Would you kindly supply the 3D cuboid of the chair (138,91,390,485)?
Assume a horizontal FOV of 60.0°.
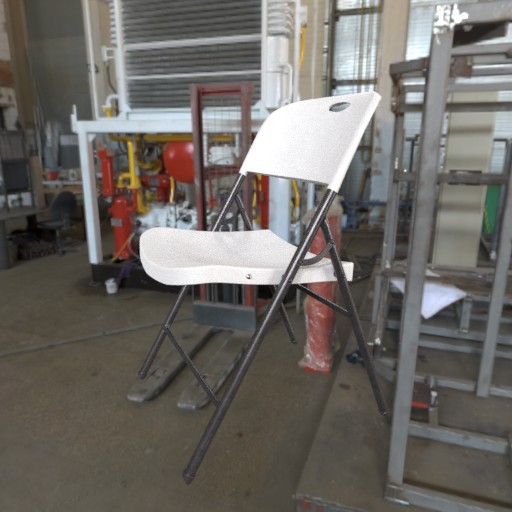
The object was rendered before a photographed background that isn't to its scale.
[{"bbox_3d":[0.000,0.000,1.150,0.566,0.810,0.494,-7,17,-25],"label":"chair"}]
